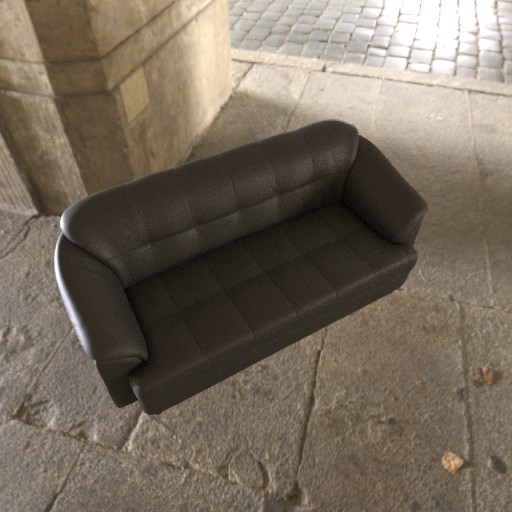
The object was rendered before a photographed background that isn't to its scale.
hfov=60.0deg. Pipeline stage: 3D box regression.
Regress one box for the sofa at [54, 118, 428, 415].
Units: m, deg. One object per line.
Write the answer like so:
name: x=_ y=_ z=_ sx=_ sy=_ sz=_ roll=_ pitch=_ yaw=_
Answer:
sofa: x=0.000 y=0.000 z=2.285 sx=1.829 sy=0.811 sz=0.800 roll=-23 pitch=51 yaw=-20
